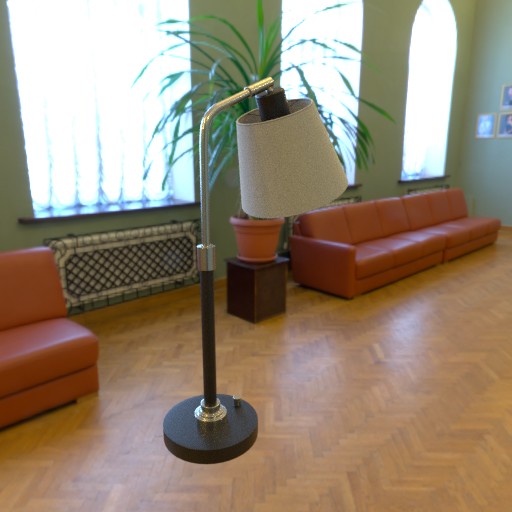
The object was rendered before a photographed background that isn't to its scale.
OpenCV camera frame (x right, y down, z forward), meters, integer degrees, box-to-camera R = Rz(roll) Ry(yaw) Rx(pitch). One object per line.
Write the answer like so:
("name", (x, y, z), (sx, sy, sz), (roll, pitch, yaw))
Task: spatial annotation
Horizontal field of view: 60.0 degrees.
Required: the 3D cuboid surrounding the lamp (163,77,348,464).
("lamp", (0.000, 0.000, 0.705), (0.348, 0.539, 0.181), (-13, 19, -43))
